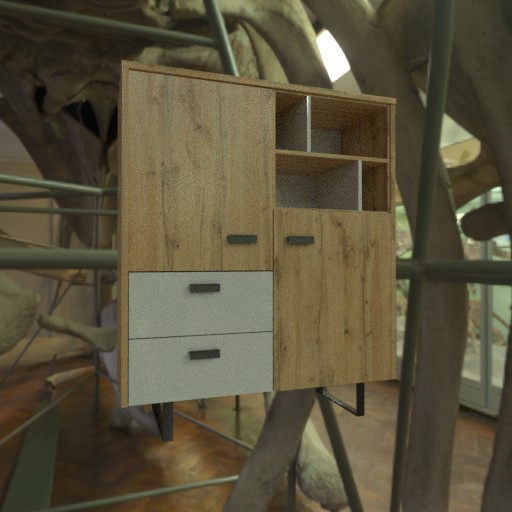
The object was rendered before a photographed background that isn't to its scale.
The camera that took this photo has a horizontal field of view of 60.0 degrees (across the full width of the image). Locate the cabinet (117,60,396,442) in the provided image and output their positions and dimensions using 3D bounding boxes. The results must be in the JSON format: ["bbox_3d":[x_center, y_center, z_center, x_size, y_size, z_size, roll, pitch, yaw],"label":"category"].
[{"bbox_3d":[0.000,0.000,1.976,1.168,1.397,0.473,0,-1,-19],"label":"cabinet"}]
